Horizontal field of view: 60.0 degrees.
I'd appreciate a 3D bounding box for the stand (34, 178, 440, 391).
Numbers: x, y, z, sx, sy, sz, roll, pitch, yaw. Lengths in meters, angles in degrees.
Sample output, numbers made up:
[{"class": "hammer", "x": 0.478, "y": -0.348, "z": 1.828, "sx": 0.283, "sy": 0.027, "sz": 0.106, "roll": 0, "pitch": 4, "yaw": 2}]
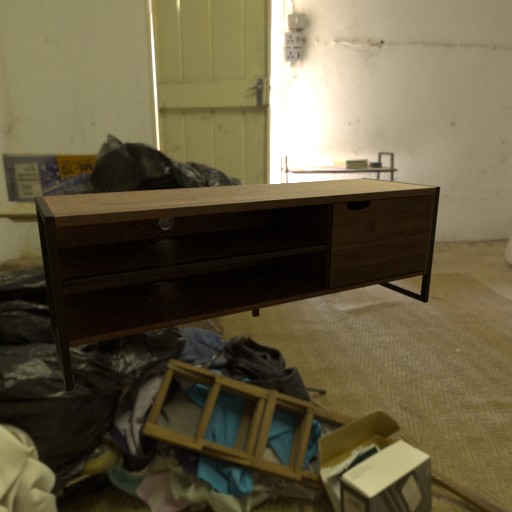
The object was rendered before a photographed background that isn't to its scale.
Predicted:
[{"class": "stand", "x": 0.000, "y": 0.000, "z": 1.732, "sx": 1.480, "sy": 0.506, "sz": 0.454, "roll": -8, "pitch": 17, "yaw": -28}]
